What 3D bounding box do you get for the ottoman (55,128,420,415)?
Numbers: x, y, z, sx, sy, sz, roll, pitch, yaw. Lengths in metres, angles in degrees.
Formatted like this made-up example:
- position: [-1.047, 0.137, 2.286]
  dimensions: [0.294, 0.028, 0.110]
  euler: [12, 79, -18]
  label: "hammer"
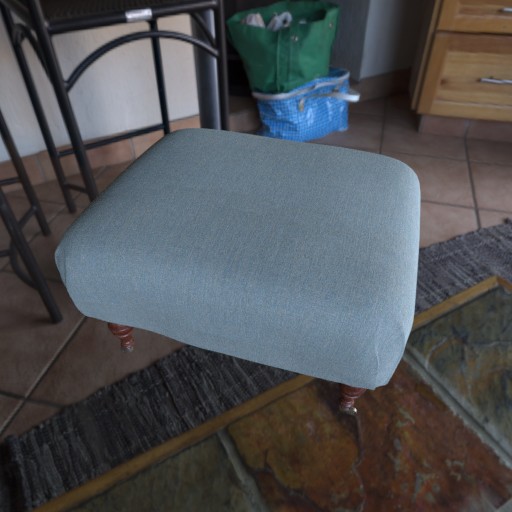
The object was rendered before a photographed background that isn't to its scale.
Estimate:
- position: [0.000, 0.000, 1.129]
  dimensions: [0.747, 0.450, 0.622]
  euler: [11, 42, 13]
  label: "ottoman"
